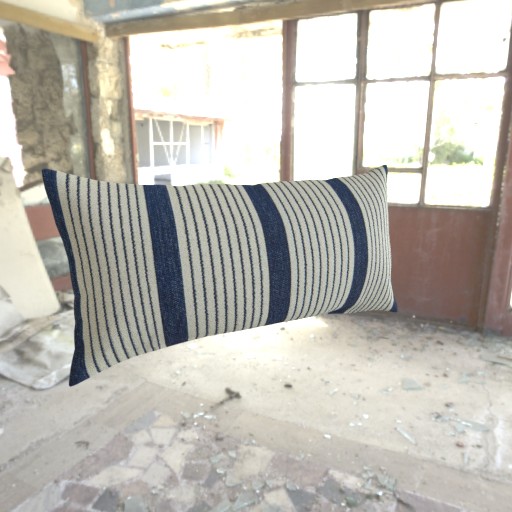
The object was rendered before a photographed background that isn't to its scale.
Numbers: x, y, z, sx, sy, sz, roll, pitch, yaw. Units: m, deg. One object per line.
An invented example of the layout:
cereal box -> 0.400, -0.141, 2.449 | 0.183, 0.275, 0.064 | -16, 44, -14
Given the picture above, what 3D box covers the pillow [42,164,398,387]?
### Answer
pillow -> 0.000, 0.000, 0.731 | 0.608, 0.292, 0.156 | -7, 15, -27
